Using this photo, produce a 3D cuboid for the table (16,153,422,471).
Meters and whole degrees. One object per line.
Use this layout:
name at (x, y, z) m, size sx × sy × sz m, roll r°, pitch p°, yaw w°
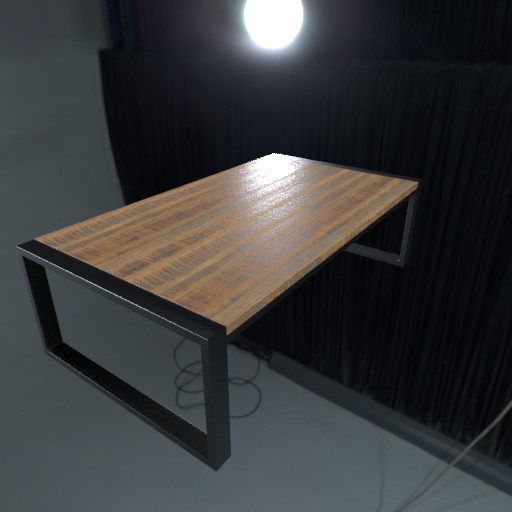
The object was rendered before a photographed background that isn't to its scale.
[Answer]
table at (0.000, 0.000, 1.671) m, size 0.750 × 0.400 × 1.350 m, roll 18°, pitch 32°, yaw 32°
